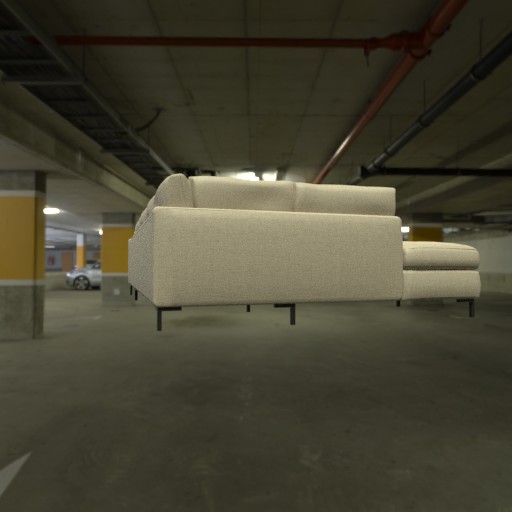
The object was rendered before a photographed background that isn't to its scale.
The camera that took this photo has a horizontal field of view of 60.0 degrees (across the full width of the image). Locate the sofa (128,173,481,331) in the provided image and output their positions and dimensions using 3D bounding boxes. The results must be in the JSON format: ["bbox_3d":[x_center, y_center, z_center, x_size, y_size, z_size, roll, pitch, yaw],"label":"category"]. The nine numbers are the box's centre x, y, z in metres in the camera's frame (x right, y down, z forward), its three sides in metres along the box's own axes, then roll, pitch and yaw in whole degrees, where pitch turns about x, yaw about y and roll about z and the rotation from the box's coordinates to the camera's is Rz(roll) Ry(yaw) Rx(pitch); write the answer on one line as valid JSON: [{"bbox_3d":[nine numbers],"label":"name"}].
[{"bbox_3d":[0.000,0.000,3.573,1.879,0.756,2.737,0,-1,-18],"label":"sofa"}]
